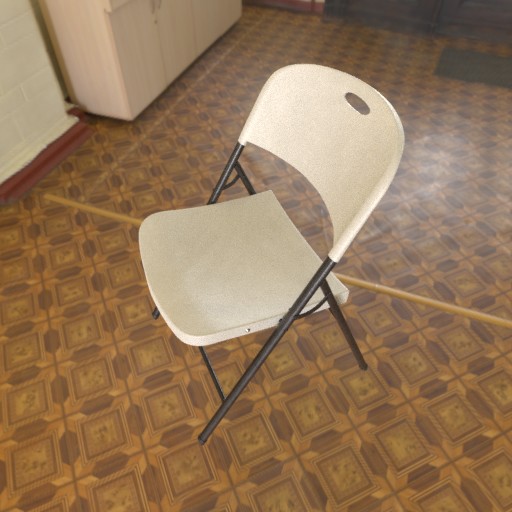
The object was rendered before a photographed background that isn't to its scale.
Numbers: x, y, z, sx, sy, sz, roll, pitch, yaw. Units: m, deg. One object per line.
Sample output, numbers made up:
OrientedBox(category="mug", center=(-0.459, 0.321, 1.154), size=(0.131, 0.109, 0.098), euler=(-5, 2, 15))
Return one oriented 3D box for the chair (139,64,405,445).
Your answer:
OrientedBox(category="chair", center=(0.000, 0.000, 1.159), size=(0.566, 0.810, 0.494), euler=(-19, 50, -17))
